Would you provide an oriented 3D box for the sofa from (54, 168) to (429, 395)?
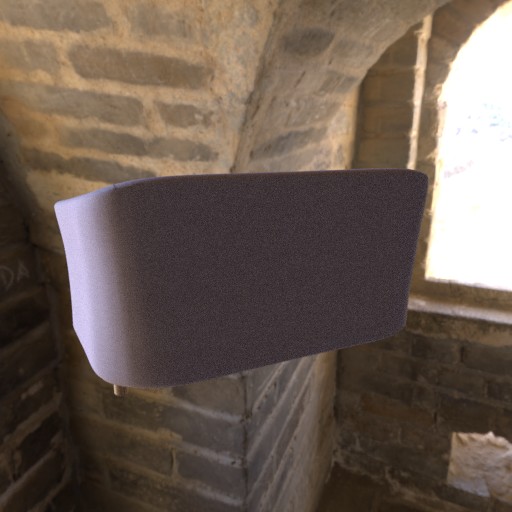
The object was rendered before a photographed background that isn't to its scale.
[{"bbox_3d":[0.000,0.000,1.813,1.452,0.721,0.705,-7,16,-24],"label":"sofa"}]
